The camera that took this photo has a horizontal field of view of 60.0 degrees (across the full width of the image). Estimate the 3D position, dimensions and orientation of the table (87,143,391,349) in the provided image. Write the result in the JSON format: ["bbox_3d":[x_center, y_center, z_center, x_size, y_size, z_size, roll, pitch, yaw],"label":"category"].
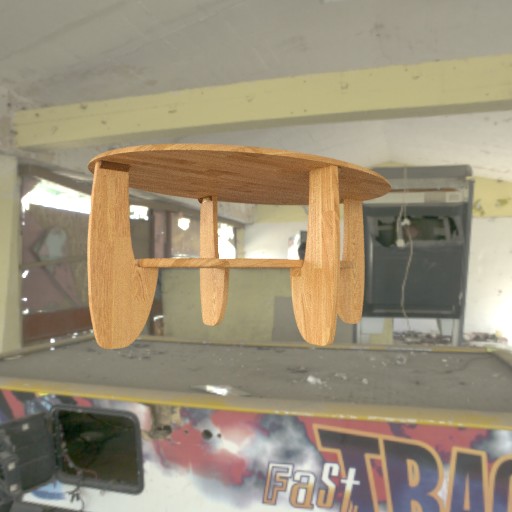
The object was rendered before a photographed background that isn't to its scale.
[{"bbox_3d":[0.000,0.000,1.411,1.040,0.490,0.690,2,-3,-37],"label":"table"}]
